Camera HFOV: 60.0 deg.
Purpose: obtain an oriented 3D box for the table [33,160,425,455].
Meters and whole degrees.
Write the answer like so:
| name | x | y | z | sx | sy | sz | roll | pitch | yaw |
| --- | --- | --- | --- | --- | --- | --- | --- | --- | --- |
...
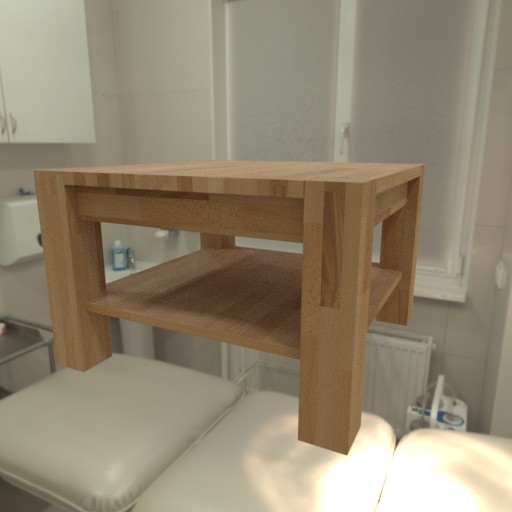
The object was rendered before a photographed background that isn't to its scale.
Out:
| name | x | y | z | sx | sy | sz | roll | pitch | yaw |
| --- | --- | --- | --- | --- | --- | --- | --- | --- | --- |
| table | 0.000 | 0.000 | 1.139 | 0.700 | 0.451 | 0.700 | 7 | 16 | 26 |
